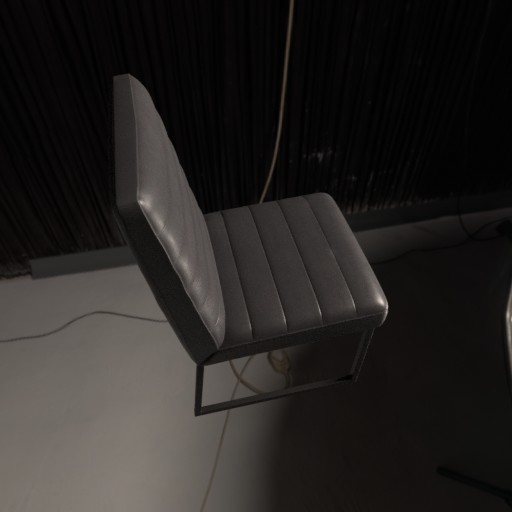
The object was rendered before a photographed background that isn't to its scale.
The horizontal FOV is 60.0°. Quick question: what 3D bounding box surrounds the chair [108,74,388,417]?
[{"bbox_3d":[0.000,0.000,1.290,0.634,0.930,0.520,-10,48,-9],"label":"chair"}]
